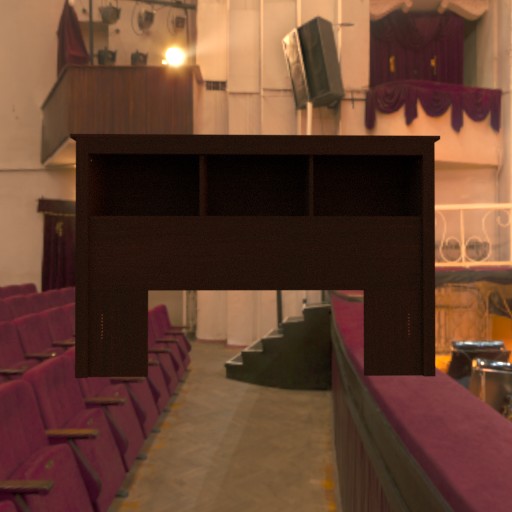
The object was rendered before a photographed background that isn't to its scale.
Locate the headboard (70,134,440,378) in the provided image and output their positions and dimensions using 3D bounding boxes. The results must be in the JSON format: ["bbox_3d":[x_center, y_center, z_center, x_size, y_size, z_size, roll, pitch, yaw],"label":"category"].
[{"bbox_3d":[0.000,0.000,2.134,1.671,1.092,0.279,0,-1,-1],"label":"headboard"}]
